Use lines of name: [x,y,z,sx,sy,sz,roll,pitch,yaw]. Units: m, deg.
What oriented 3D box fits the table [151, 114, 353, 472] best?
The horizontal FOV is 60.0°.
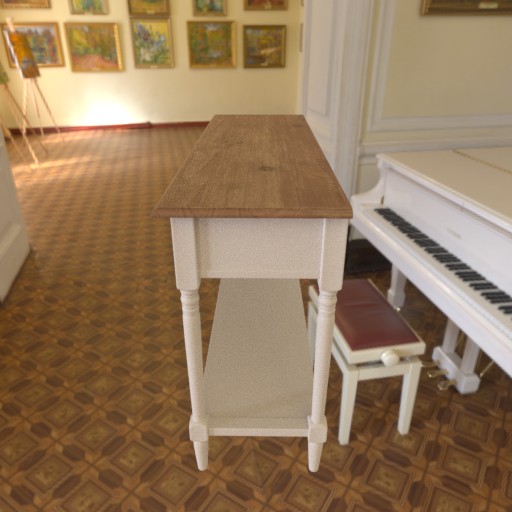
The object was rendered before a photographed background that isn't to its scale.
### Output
table: [0.000,0.000,1.590,0.399,0.800,1.219,0,26,1]
